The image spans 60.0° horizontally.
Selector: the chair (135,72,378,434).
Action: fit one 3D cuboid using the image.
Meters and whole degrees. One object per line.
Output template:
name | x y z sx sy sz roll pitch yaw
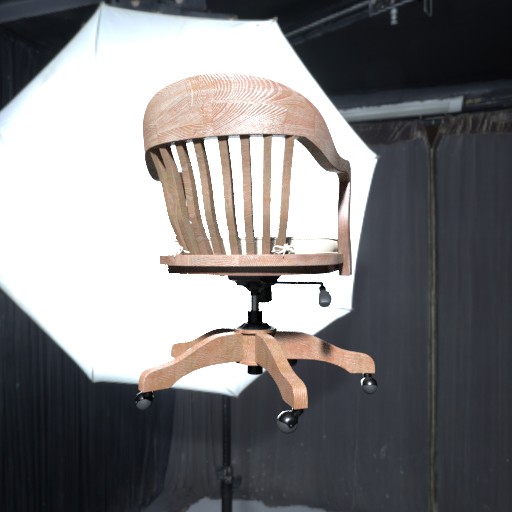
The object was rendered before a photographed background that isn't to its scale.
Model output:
chair | 0.000 0.000 1.441 0.750 0.878 0.788 0 -1 19
